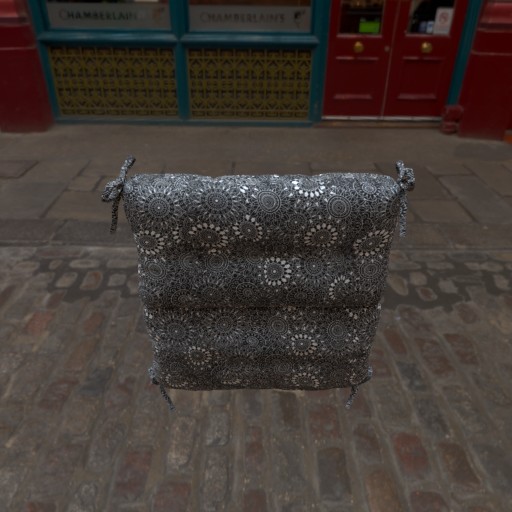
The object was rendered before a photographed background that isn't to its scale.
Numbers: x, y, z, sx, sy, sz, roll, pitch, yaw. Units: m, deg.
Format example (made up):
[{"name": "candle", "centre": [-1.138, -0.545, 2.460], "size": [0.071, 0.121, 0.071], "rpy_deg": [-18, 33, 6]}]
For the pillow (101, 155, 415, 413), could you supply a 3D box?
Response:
[{"name": "pillow", "centre": [0.000, 0.000, 1.044], "size": [0.519, 0.605, 0.571], "rpy_deg": [0, 30, -1]}]
